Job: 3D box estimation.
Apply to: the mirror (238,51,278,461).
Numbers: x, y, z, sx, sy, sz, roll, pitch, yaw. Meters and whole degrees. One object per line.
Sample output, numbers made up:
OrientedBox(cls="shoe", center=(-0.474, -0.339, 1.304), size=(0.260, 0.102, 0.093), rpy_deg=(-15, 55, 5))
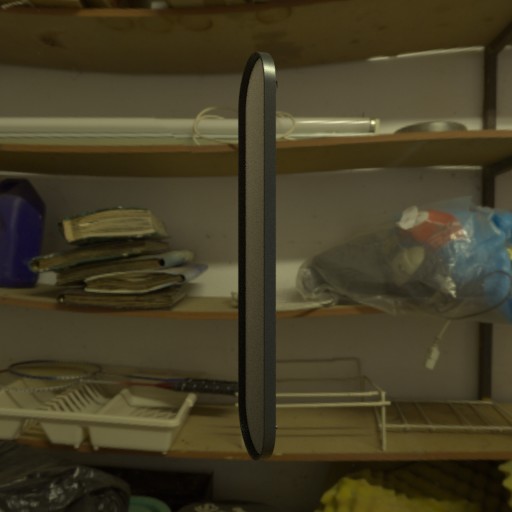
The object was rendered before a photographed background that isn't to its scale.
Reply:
OrientedBox(cls="mirror", center=(0.000, 0.000, 1.102), size=(0.032, 0.991, 0.222), rpy_deg=(0, 0, -18))
